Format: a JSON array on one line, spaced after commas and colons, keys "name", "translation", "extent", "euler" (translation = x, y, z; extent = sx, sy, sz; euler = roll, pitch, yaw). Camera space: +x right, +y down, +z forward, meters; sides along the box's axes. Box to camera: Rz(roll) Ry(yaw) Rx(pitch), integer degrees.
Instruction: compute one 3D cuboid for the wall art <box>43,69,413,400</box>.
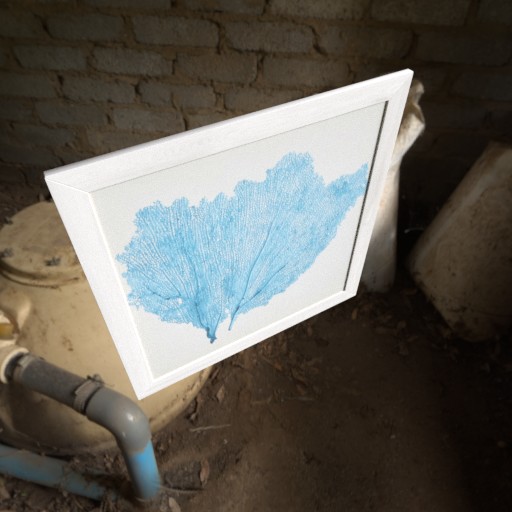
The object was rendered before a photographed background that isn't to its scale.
[{"name": "wall art", "translation": [0.000, 0.000, 0.839], "extent": [0.584, 0.584, 0.013], "euler": [-22, 50, -20]}]
